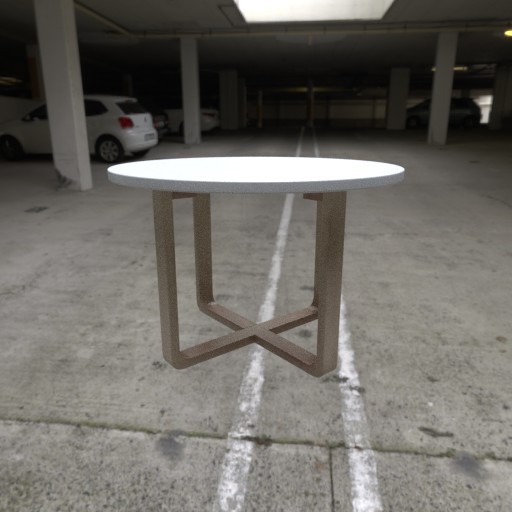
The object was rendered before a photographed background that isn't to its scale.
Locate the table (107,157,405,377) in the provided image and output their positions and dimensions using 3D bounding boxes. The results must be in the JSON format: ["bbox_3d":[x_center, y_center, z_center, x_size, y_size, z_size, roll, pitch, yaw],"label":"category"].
[{"bbox_3d":[0.000,0.000,0.995,0.600,0.400,0.600,0,16,0],"label":"table"}]
